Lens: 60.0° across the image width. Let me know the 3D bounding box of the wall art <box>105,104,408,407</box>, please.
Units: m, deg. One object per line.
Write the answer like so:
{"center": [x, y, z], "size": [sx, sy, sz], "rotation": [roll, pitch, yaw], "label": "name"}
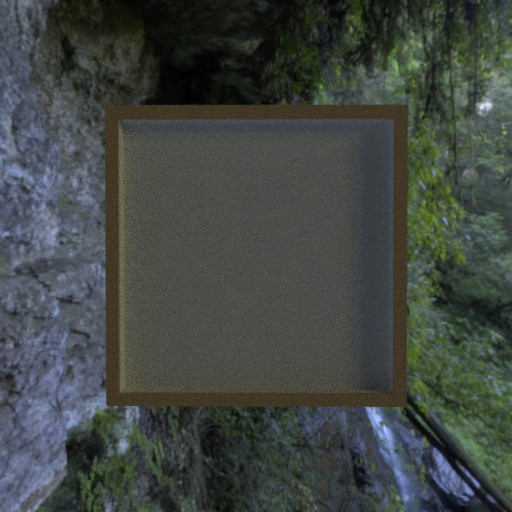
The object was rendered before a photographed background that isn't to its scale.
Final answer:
{"center": [0.000, 0.000, 0.915], "size": [0.612, 0.612, 0.038], "rotation": [0, 1, 0], "label": "wall art"}
